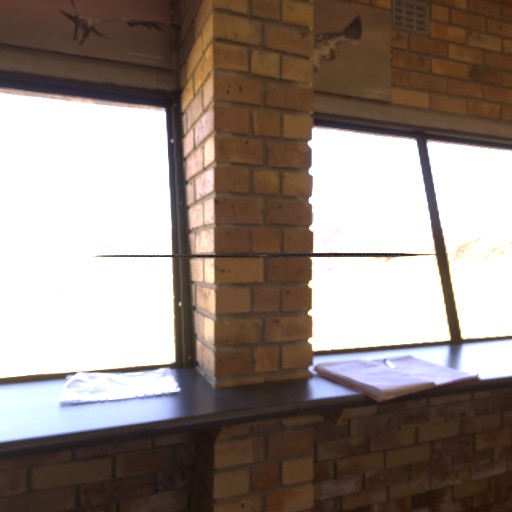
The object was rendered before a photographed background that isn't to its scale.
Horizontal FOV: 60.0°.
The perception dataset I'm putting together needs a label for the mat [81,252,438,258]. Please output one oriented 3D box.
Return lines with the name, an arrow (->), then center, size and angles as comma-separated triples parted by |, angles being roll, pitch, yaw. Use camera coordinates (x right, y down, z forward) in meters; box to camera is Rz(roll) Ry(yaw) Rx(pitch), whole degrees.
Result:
mat -> 0.000, 0.000, 1.850 | 1.524, 0.013, 0.913 | 0, 0, 37
